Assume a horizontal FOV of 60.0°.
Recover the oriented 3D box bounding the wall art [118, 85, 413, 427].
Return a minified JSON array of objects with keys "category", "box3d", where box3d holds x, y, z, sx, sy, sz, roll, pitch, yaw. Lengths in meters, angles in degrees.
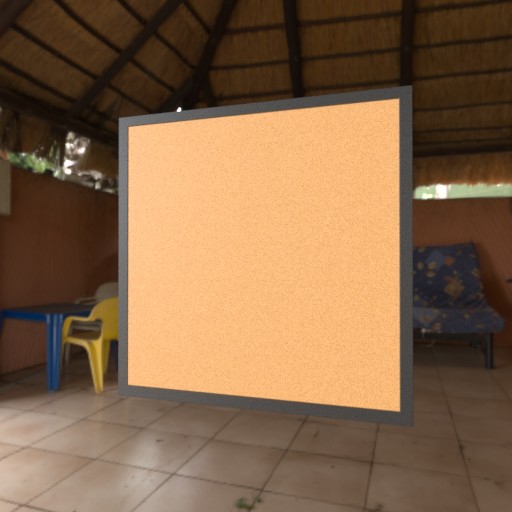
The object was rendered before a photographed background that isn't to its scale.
[{"category":"wall art","box3d":[0.000,0.000,0.457,0.304,0.304,0.038,0,0,18]}]
